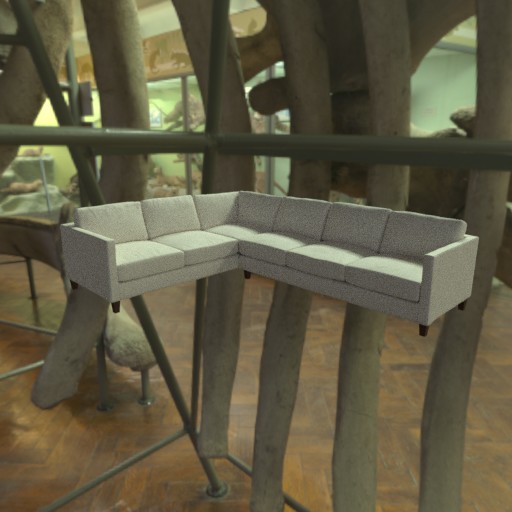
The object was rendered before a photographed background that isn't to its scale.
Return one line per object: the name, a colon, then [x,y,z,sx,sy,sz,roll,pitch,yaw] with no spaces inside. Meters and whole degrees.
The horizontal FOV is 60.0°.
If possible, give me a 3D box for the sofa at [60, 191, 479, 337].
sofa: [0.000,0.000,4.234,2.432,0.863,3.182,-15,21,-43]
